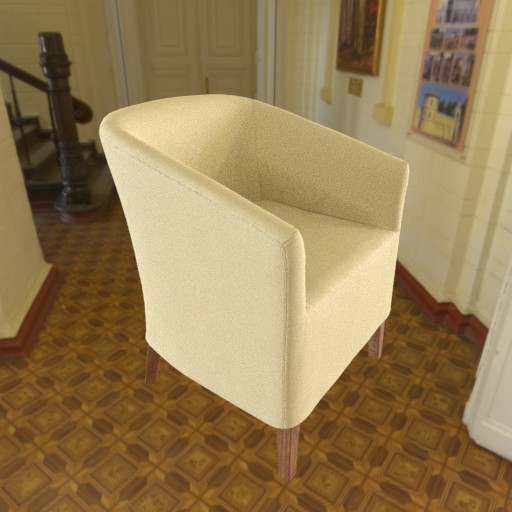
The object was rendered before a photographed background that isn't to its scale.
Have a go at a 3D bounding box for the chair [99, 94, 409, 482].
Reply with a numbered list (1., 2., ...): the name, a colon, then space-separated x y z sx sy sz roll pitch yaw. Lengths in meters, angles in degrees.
1. chair: 0.000 0.000 1.283 0.657 0.822 0.643 18 32 32
